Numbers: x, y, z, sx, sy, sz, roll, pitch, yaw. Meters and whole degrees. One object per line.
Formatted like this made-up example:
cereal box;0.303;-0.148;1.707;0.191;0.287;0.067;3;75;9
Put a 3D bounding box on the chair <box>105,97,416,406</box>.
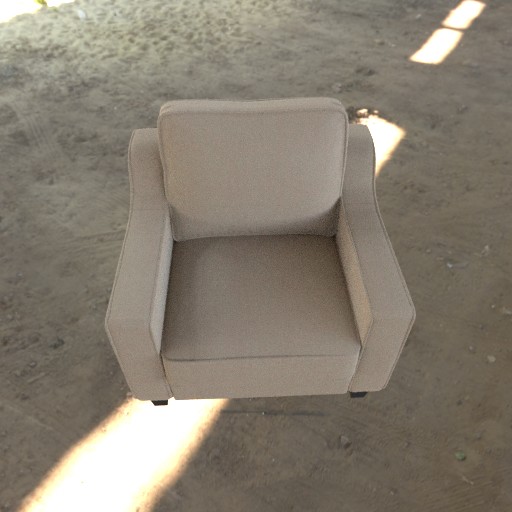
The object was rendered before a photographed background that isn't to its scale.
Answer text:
chair;0.000;0.000;1.664;0.922;0.948;0.882;-2;45;-2
